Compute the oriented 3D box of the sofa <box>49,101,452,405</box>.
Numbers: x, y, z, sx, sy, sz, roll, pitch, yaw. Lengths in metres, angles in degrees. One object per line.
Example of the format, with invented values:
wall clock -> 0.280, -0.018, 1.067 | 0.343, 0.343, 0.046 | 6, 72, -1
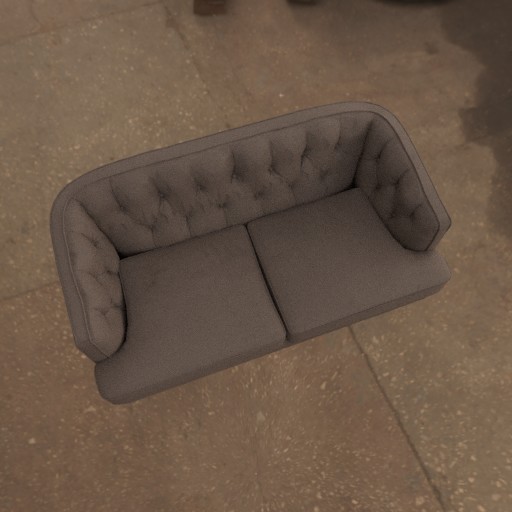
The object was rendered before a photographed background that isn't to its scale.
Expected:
sofa -> 0.000, 0.000, 2.226 | 1.733, 0.855, 0.941 | -18, 65, -8
